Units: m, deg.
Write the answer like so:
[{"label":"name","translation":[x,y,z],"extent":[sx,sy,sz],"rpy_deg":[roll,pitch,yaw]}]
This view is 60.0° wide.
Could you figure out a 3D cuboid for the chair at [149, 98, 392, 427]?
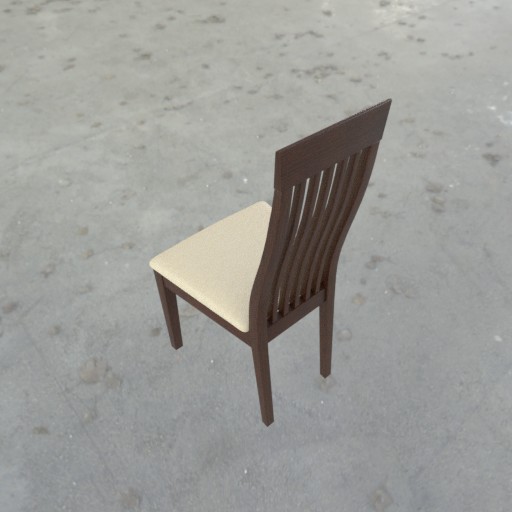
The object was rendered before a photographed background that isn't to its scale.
[{"label":"chair","translation":[0.000,0.000,1.271],"extent":[0.460,1.027,0.474],"rpy_deg":[-31,53,-27]}]
